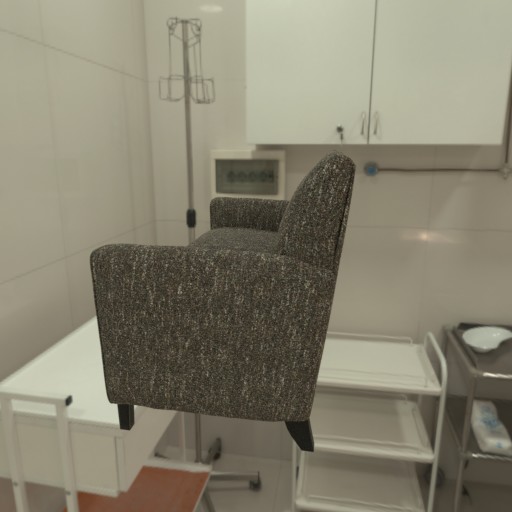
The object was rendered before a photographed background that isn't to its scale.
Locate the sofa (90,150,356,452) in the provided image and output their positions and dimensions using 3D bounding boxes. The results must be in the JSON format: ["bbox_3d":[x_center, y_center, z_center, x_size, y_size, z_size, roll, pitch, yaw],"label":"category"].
[{"bbox_3d":[0.000,0.000,2.042,0.801,0.946,1.519,2,14,9],"label":"sofa"}]
